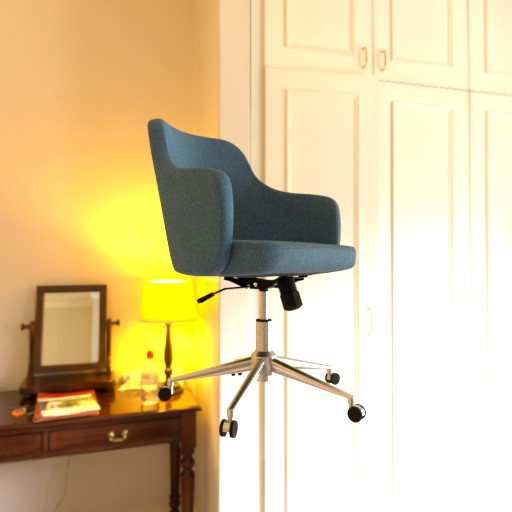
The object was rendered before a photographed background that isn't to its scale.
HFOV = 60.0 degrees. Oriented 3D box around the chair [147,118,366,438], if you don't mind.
[{"bbox_3d":[0.000,0.000,1.284,0.655,0.820,0.599,0,-1,36],"label":"chair"}]
